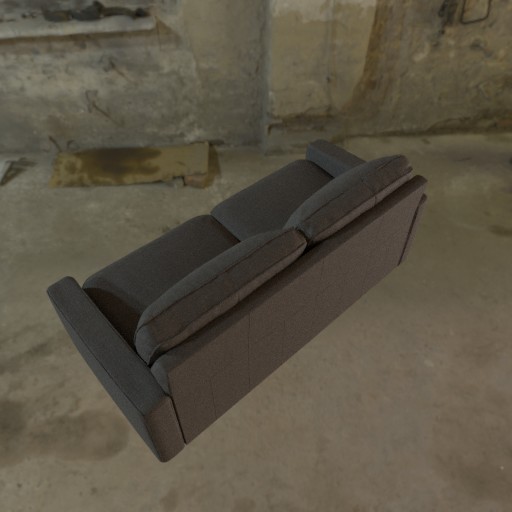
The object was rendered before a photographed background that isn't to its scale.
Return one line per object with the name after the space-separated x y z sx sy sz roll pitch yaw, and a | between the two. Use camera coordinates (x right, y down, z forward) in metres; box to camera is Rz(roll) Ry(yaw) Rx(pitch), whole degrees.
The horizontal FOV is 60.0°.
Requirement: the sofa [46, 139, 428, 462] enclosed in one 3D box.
0.000 0.000 2.558 2.080 0.919 0.940 -34 55 -28 | sofa
